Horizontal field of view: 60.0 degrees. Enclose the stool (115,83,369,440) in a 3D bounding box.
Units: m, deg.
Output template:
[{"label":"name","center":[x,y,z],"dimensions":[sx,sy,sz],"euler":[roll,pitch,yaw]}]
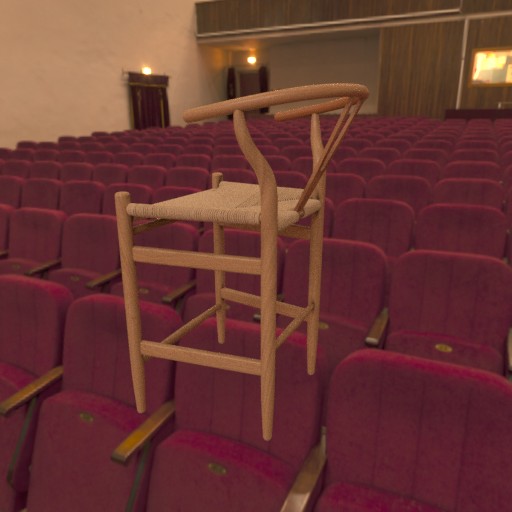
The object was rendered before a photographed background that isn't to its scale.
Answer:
[{"label":"stool","center":[0.000,0.000,1.301],"dimensions":[0.575,0.923,0.536],"euler":[8,19,25]}]
